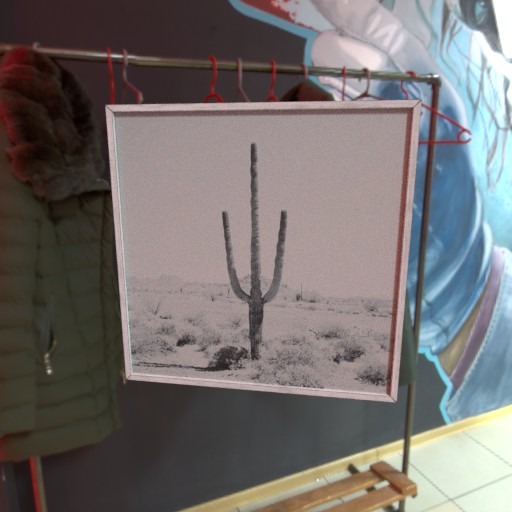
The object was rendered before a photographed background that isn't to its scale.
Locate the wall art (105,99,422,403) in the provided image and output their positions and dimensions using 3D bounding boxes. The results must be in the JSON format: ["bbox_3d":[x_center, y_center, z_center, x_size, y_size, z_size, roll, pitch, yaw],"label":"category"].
[{"bbox_3d":[0.000,0.000,1.163,0.762,0.762,0.038,2,14,9],"label":"wall art"}]
